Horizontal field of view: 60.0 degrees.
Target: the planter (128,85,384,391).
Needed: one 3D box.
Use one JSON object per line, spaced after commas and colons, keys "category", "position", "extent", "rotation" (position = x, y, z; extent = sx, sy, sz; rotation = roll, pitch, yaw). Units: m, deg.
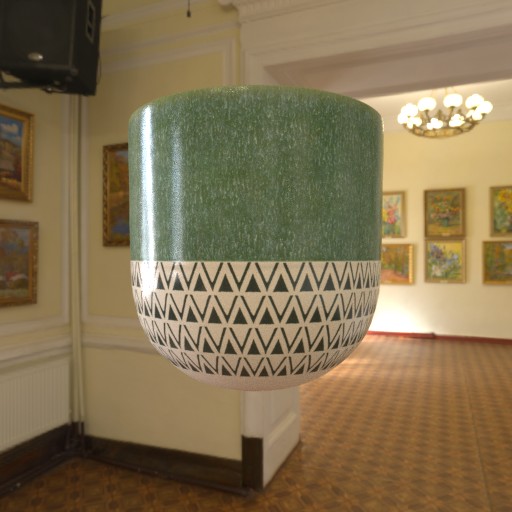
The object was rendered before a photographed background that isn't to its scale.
{"category": "planter", "position": [0.000, 0.000, 0.481], "extent": [0.266, 0.270, 0.266], "rotation": [0, 0, 0]}
